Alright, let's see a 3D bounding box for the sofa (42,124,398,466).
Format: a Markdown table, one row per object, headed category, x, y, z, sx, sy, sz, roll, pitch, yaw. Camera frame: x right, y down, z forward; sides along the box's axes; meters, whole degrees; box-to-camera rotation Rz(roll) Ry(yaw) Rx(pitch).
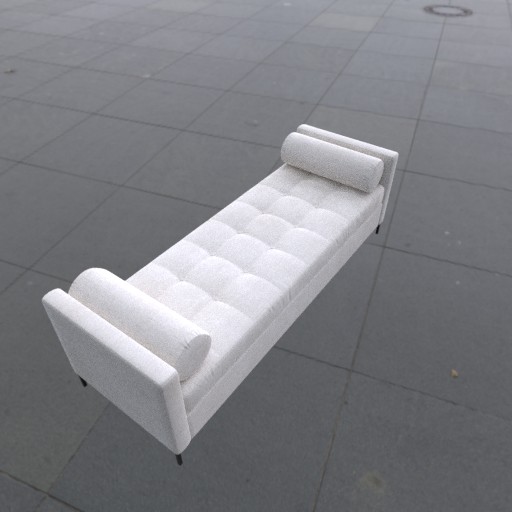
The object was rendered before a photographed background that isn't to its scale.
| category | x | y | z | sx | sy | sz | roll | pitch | yaw |
| --- | --- | --- | --- | --- | --- | --- | --- | --- | --- |
| sofa | 0.000 | 0.000 | 2.403 | 0.686 | 0.635 | 1.981 | 26 | 47 | 26 |
